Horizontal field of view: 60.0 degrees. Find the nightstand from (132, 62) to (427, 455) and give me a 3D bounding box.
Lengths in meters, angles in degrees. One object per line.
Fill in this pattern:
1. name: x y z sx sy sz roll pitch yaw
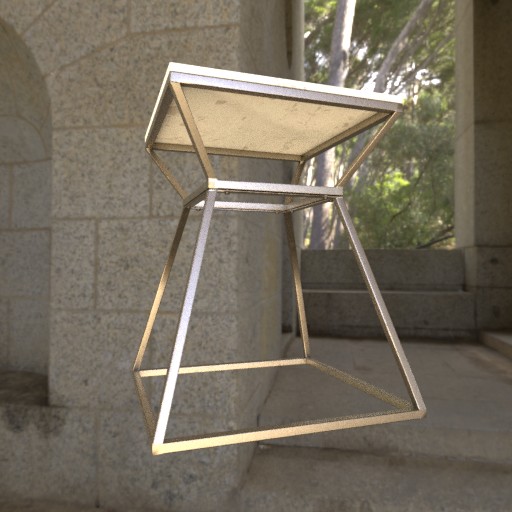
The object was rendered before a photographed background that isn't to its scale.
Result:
1. nightstand: 0.000 0.000 0.895 0.455 0.554 0.455 0 -1 -19
